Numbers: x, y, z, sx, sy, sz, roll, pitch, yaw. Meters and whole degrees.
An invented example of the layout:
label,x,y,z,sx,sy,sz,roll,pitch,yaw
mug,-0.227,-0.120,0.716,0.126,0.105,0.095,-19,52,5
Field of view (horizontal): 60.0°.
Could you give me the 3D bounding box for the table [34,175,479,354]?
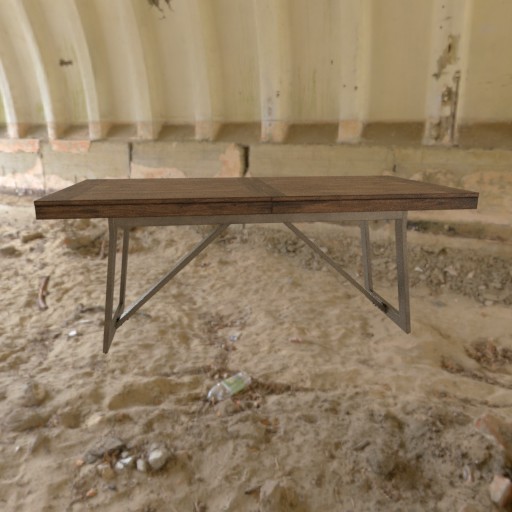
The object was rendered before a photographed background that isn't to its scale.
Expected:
label,x,y,z,sx,sy,sz,roll,pitch,yaw
table,0.000,0.000,2.381,1.867,0.757,0.931,-2,15,-8
